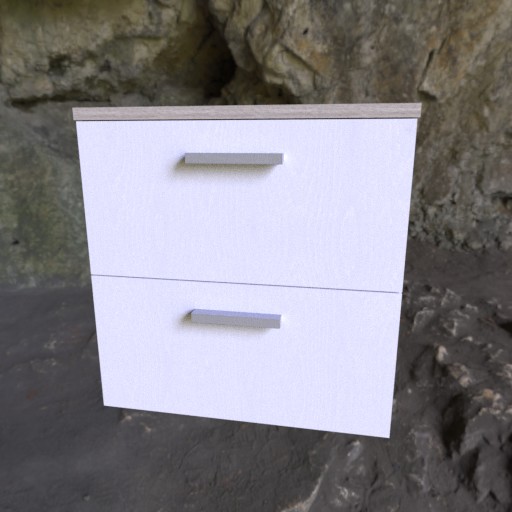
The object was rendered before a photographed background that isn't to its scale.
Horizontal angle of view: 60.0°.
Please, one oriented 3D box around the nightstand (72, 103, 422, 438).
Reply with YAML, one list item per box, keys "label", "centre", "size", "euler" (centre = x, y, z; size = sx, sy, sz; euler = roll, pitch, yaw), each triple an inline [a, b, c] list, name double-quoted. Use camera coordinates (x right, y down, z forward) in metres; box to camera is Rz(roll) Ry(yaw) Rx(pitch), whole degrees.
- label: "nightstand"
  centre: [0.000, 0.000, 0.746]
  size: [0.442, 0.461, 0.325]
  euler: [3, 15, 10]
